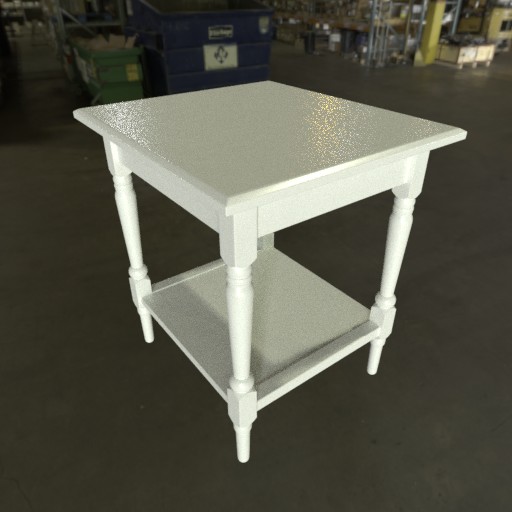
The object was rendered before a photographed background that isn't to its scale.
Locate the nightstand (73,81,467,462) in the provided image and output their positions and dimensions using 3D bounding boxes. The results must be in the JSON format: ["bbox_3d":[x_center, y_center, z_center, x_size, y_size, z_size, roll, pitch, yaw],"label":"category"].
[{"bbox_3d":[0.000,0.000,0.900,0.459,0.555,0.505,-22,38,-31],"label":"nightstand"}]
